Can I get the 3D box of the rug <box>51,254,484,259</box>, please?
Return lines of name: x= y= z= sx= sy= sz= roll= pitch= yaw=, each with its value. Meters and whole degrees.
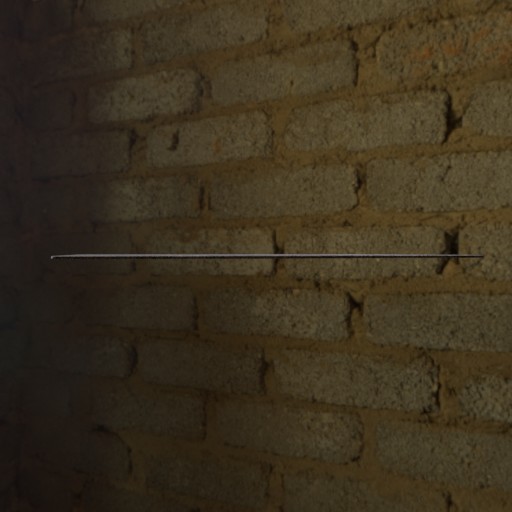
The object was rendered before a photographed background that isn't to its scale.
rug: x=0.000 y=0.000 z=2.230 sx=1.752 sy=0.013 sz=1.158 roll=0 pitch=0 yaw=-18
